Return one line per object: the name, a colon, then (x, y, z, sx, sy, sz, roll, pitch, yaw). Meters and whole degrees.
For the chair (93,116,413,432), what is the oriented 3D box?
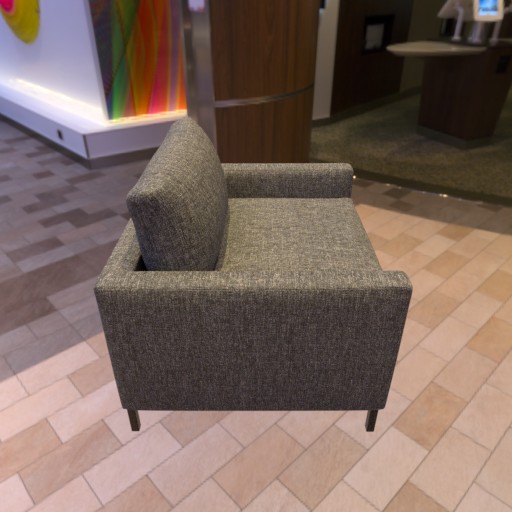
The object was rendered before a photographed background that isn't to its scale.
chair: (0.000, 0.000, 1.650, 0.866, 0.861, 0.963, 0, 32, 0)
